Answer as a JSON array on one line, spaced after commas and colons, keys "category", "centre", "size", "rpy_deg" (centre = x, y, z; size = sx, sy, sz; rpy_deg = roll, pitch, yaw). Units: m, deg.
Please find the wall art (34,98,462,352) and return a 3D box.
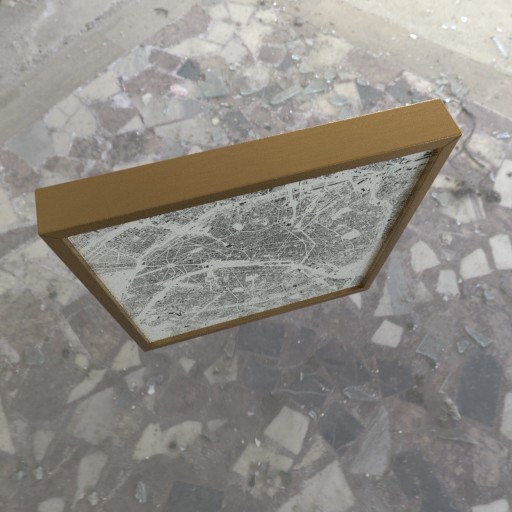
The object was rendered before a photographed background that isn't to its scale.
[{"category": "wall art", "centre": [0.000, 0.000, 0.450], "size": [0.305, 0.305, 0.037], "rpy_deg": [-15, 65, -7]}]
